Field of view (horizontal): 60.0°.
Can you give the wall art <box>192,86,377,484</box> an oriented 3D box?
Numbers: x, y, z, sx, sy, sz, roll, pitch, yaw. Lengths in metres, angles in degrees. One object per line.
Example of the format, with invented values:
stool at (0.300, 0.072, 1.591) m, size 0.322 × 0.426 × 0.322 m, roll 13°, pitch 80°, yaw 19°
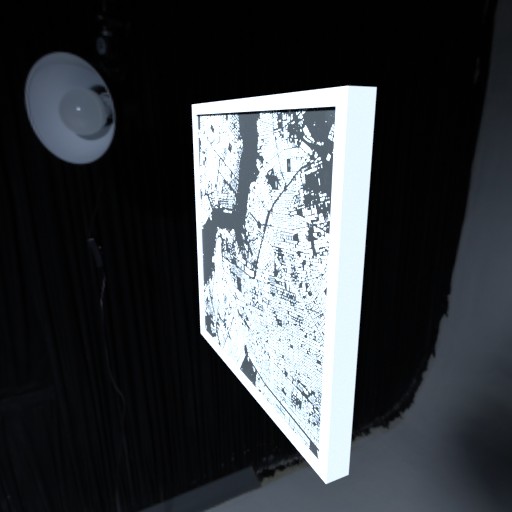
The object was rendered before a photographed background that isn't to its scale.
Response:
wall art at (0.000, 0.000, 0.755) m, size 0.038 × 0.506 × 0.506 m, roll -8°, pitch 18°, yaw -25°
